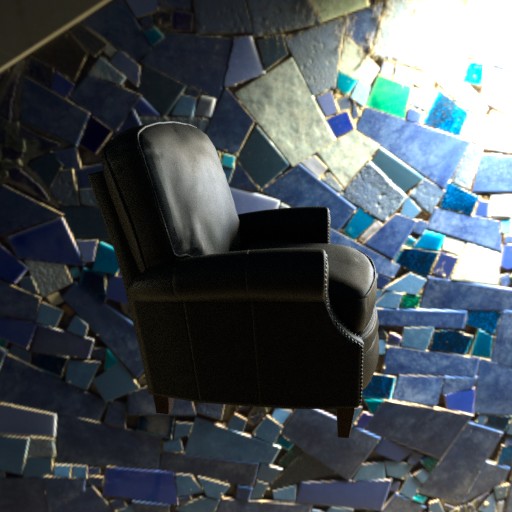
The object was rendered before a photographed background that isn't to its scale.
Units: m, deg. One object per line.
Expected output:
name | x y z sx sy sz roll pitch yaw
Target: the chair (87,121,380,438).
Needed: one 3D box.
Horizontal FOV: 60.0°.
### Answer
chair | 0.000 0.000 1.745 0.986 1.018 0.936 3 16 9
